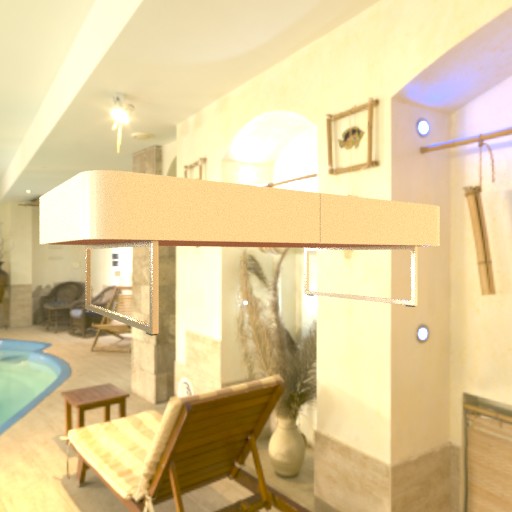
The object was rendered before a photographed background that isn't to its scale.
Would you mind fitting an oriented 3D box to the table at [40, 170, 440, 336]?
[{"bbox_3d":[0.000,0.000,1.434,1.200,0.340,0.600,0,0,-35],"label":"table"}]
